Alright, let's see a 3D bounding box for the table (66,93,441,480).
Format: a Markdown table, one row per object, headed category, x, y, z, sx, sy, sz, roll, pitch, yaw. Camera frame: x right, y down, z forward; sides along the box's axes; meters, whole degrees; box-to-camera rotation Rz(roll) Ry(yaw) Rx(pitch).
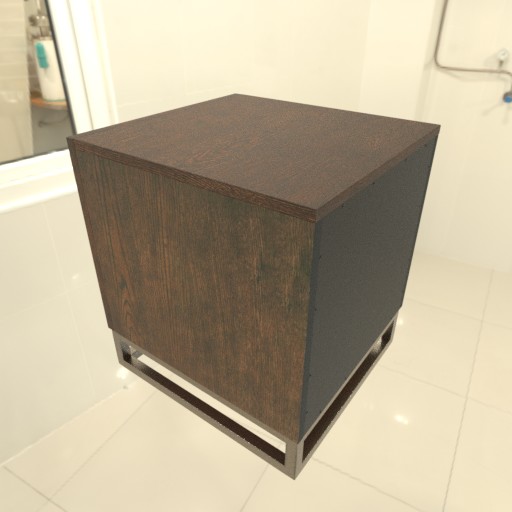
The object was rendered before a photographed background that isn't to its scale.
| category | x | y | z | sx | sy | sz | roll | pitch | yaw |
| --- | --- | --- | --- | --- | --- | --- | --- | --- | --- |
| table | 0.000 | 0.000 | 1.023 | 0.566 | 0.582 | 0.506 | 21 | 37 | 31 |
